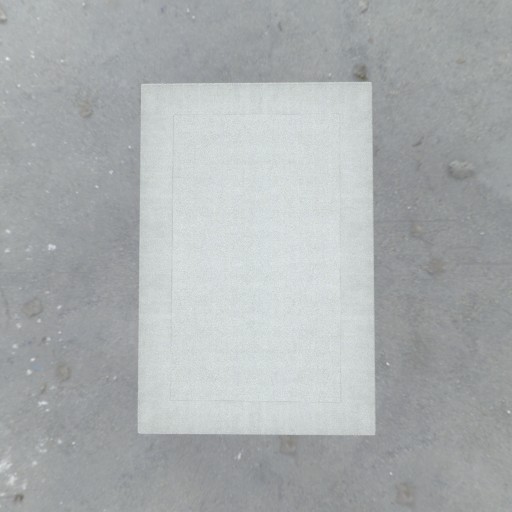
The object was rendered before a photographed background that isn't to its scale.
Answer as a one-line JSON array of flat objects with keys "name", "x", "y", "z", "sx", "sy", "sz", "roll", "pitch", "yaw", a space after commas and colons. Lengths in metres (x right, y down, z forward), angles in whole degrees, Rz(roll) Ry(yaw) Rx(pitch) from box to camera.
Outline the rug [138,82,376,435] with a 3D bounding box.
[{"name": "rug", "x": 0.000, "y": 0.000, "z": 2.306, "sx": 1.219, "sy": 0.013, "sz": 1.829, "roll": 0, "pitch": 88, "yaw": 1}]
